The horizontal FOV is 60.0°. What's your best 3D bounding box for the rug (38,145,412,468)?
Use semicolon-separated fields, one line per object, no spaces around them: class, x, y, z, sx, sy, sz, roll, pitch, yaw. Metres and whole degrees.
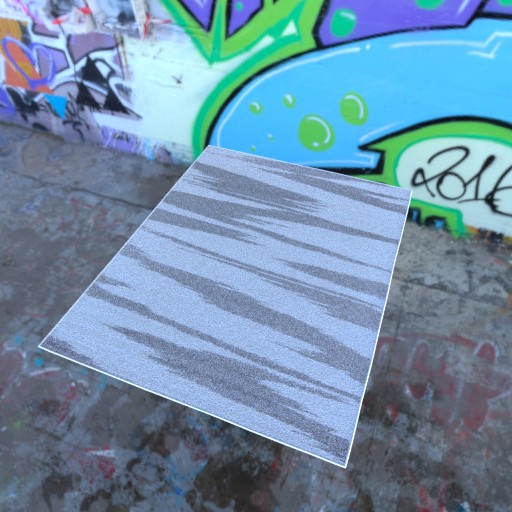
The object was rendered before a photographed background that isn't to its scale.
rug;0.000;0.000;3.956;2.353;0.014;2.945;16;48;15
